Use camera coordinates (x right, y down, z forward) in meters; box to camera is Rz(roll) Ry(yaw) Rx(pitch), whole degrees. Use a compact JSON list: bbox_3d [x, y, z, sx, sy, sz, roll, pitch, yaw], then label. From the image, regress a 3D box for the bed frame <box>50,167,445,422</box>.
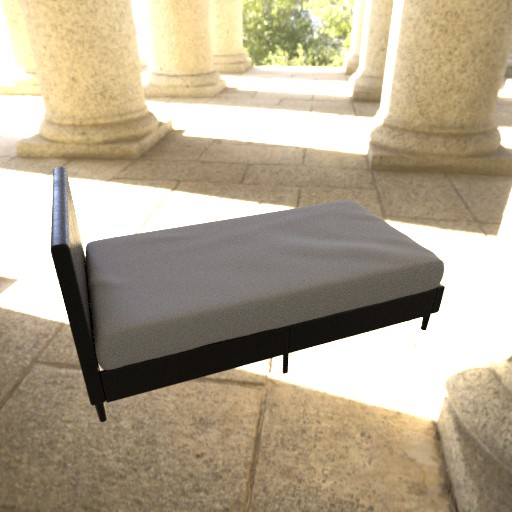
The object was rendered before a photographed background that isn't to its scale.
[{"bbox_3d":[0.000,0.000,2.562,2.152,1.046,1.038,-11,31,-18],"label":"bed frame"}]
